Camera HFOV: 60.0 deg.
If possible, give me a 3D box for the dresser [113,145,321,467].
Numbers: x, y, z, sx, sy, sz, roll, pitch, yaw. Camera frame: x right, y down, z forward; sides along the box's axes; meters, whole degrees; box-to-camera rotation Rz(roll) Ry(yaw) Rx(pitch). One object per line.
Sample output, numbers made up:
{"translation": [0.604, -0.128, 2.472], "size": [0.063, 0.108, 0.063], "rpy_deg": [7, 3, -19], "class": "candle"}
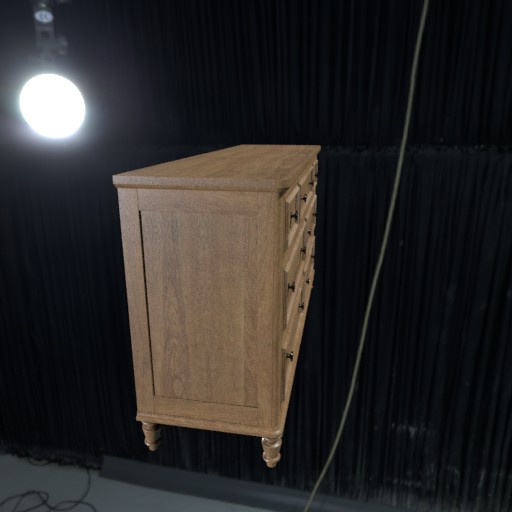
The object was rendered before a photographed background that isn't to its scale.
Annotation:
{"translation": [0.000, 0.000, 2.000], "size": [0.468, 0.892, 1.583], "rpy_deg": [3, 17, 10], "class": "dresser"}
